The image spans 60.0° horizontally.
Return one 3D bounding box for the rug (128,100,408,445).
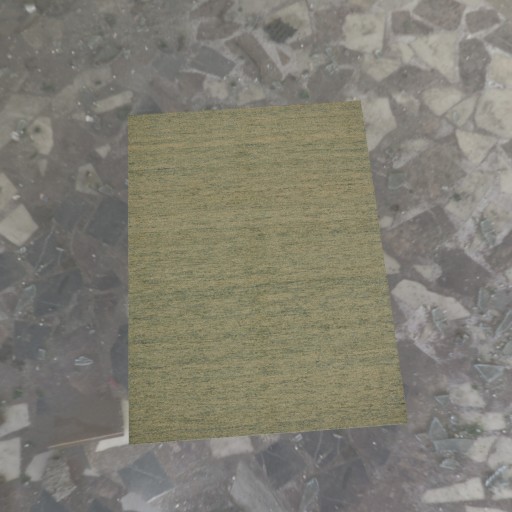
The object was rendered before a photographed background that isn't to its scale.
[{"bbox_3d":[0.000,0.000,4.240,2.437,0.014,3.201,-4,76,-1],"label":"rug"}]
